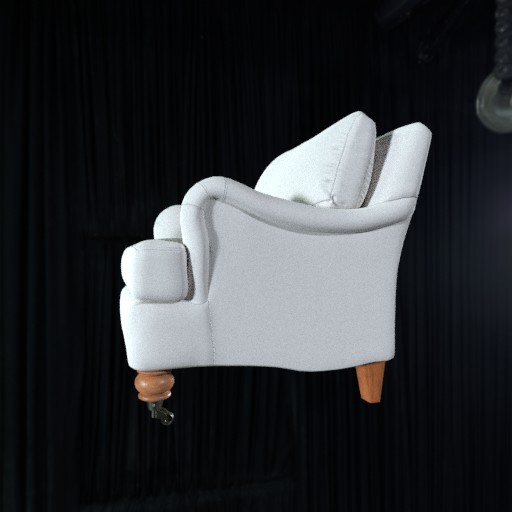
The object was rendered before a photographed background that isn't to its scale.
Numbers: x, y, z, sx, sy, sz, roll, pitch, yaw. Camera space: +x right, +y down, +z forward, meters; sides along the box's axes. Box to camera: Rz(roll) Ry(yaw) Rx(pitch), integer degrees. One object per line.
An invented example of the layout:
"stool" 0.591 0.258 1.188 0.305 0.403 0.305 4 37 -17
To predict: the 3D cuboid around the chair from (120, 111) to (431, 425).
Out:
"chair" 0.000 0.000 1.847 1.070 1.038 0.955 0 0 -18
